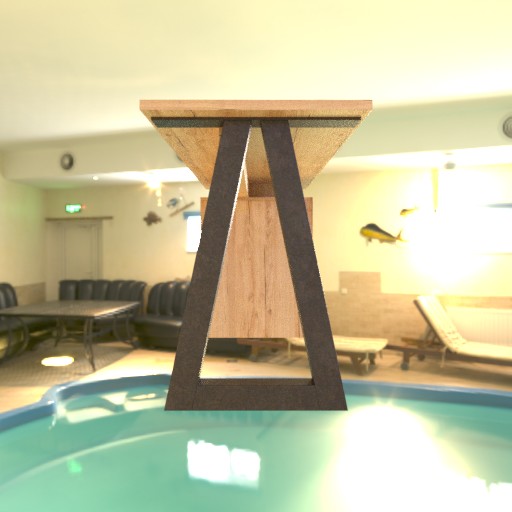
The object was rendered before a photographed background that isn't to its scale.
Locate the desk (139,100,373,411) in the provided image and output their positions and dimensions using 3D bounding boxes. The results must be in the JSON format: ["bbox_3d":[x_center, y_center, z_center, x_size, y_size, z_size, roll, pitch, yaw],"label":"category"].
[{"bbox_3d":[0.000,0.000,1.752,0.550,0.760,1.400,0,1,0],"label":"desk"}]
